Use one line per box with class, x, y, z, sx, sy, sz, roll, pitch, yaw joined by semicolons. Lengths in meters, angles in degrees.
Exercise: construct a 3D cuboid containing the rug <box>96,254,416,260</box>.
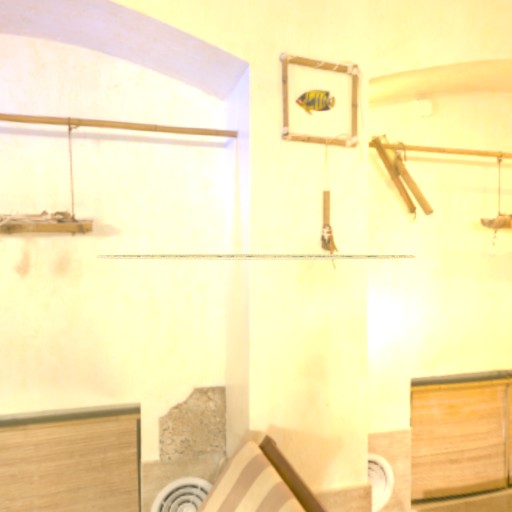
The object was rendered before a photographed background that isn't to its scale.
rug;0.000;0.000;2.346;1.593;0.012;1.593;0;1;0
